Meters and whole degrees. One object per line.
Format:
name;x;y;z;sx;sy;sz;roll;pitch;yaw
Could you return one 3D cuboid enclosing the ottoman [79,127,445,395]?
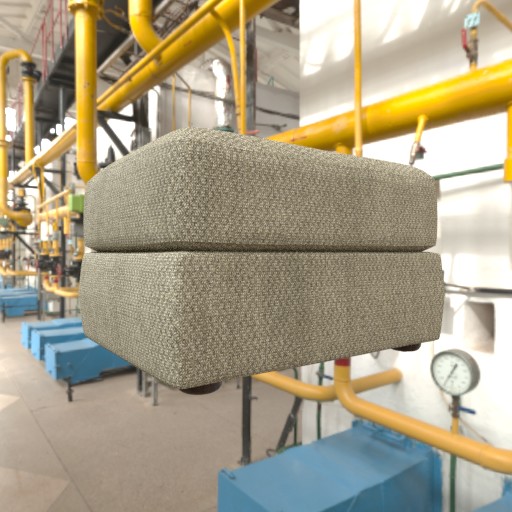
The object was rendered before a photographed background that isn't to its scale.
ottoman;0.000;0.000;1.128;0.751;0.476;0.603;0;0;-35
